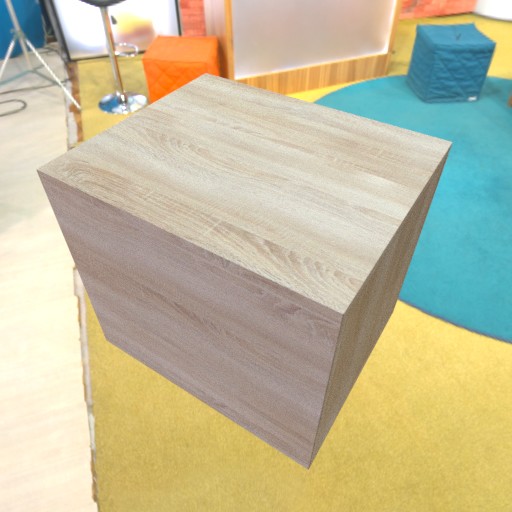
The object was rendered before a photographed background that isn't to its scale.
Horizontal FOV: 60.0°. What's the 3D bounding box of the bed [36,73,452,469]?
[{"bbox_3d":[0.000,0.000,0.785,0.460,0.420,0.401,24,50,23],"label":"bed"}]
